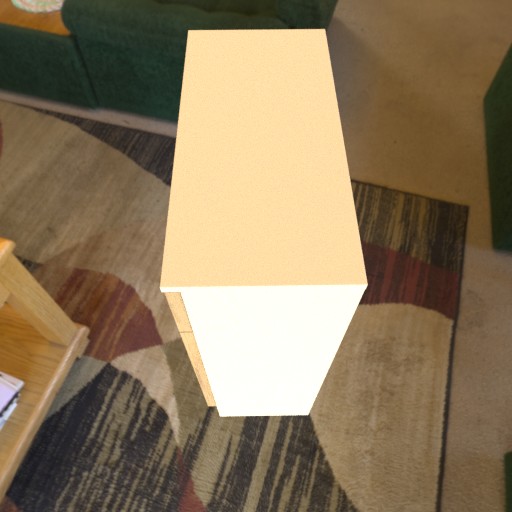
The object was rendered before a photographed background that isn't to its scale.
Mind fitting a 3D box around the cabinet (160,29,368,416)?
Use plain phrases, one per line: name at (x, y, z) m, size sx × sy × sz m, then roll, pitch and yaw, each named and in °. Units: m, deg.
cabinet at (0.000, 0.000, 1.108) m, size 0.296 × 0.815 × 0.600 m, roll -1°, pitch 58°, yaw 0°
